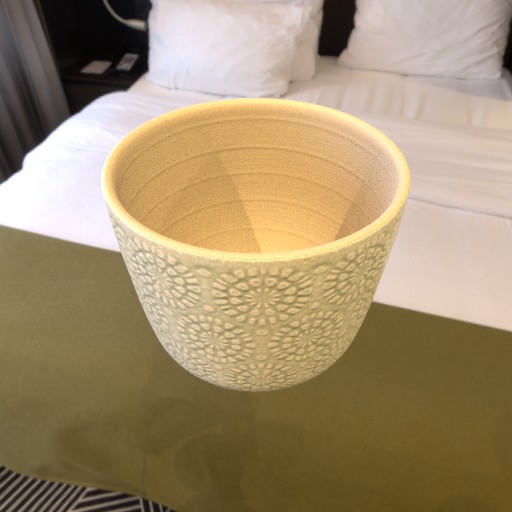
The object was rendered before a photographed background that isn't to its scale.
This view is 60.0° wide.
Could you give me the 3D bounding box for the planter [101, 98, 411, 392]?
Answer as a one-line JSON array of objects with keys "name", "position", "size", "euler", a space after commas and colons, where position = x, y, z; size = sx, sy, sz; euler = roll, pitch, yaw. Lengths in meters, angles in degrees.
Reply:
[{"name": "planter", "position": [0.000, 0.000, 0.219], "size": [0.124, 0.109, 0.124], "euler": [0, 42, 0]}]
